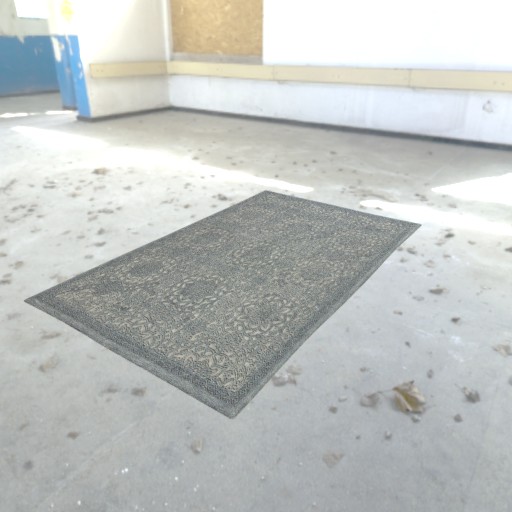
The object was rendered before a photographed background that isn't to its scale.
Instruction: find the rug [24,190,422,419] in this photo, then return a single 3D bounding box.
[{"bbox_3d":[0.000,0.000,3.072,1.535,0.022,2.498,17,31,31],"label":"rug"}]
